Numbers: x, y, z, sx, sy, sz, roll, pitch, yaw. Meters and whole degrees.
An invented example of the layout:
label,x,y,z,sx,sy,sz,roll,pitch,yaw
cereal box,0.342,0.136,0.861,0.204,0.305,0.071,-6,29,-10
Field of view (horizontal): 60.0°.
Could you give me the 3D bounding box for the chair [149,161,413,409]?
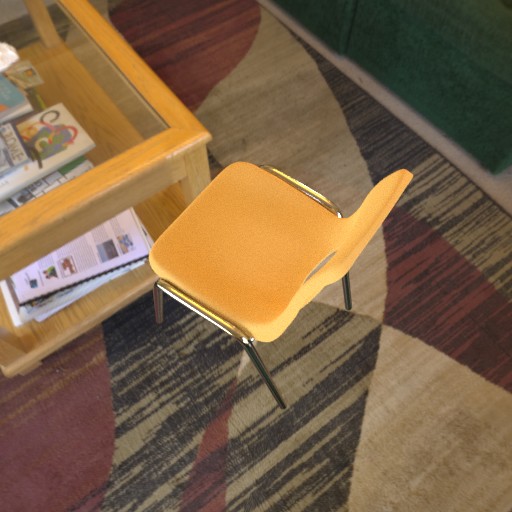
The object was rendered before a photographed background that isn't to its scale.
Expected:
label,x,y,z,sx,sy,sz,roll,pitch,yaw
chair,0.000,0.000,0.964,0.436,0.704,0.381,33,67,16
